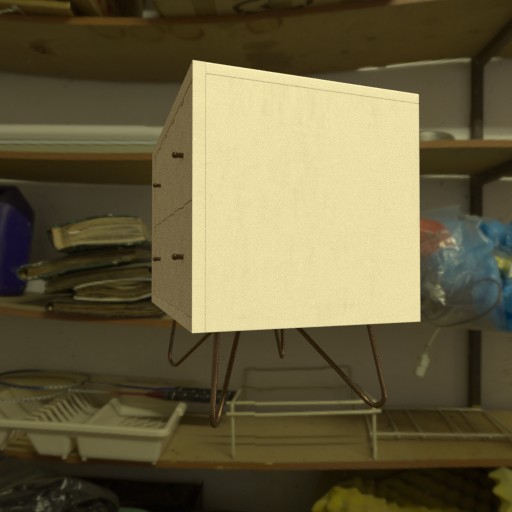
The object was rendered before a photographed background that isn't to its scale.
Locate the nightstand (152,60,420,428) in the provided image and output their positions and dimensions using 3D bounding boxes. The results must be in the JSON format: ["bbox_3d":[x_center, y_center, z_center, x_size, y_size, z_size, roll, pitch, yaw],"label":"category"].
[{"bbox_3d":[0.000,0.000,1.052,0.447,0.604,0.614,0,-1,-19],"label":"nightstand"}]
